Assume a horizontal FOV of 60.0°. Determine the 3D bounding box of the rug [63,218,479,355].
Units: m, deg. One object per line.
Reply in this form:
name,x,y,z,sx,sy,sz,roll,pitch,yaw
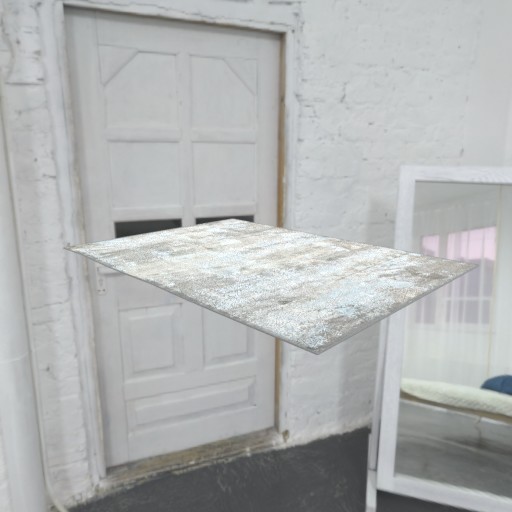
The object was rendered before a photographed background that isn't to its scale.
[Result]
rug,0.000,0.000,4.297,3.307,0.013,2.393,14,21,43
